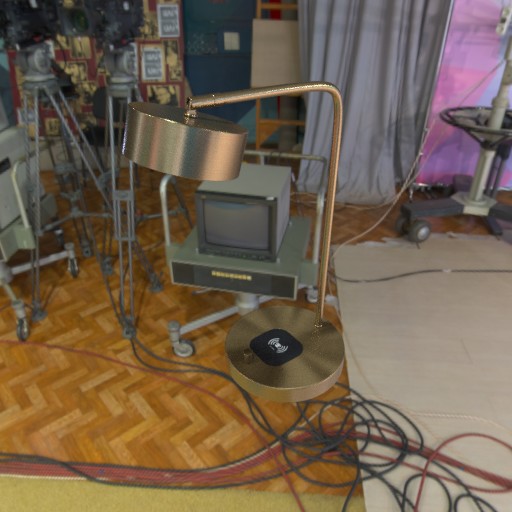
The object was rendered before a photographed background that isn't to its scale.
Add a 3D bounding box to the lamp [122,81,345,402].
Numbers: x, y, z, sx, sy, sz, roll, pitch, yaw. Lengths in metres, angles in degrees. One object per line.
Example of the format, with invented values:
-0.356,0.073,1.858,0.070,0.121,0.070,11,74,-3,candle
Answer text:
0.000,0.000,0.523,0.270,0.380,0.171,-20,37,-29,lamp
